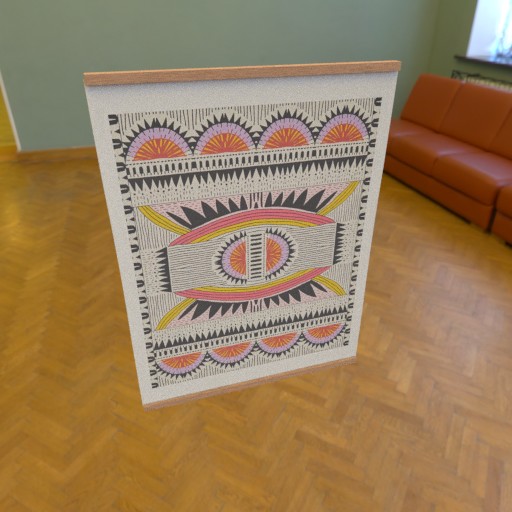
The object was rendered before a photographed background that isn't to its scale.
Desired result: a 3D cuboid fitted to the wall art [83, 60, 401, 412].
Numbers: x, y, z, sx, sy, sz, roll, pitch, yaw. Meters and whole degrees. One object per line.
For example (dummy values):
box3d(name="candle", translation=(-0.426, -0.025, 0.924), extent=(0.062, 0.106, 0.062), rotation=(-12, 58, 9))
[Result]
box3d(name="wall art", translation=(0.000, 0.000, 1.284), extent=(0.765, 1.016, 0.028), rotation=(-9, 31, -15))
